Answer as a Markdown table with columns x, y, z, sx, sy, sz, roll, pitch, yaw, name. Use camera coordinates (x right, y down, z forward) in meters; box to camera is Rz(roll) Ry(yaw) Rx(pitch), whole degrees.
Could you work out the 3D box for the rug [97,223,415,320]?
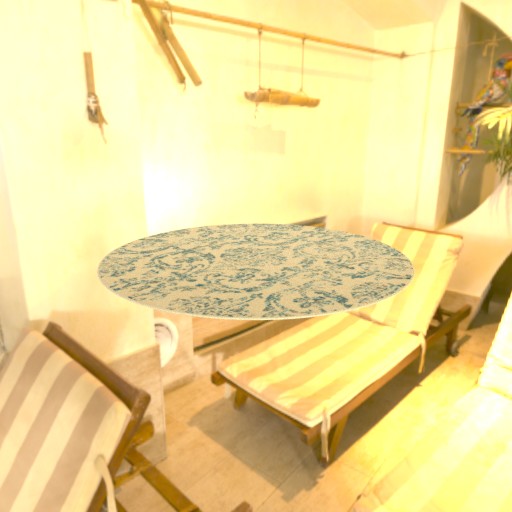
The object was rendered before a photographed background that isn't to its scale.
| x | y | z | sx | sy | sz | roll | pitch | yaw | name |
| --- | --- | --- | --- | --- | --- | --- | --- | --- | --- |
| 0.000 | 0.000 | 2.350 | 1.593 | 0.012 | 1.593 | 0 | 16 | 0 | rug |
